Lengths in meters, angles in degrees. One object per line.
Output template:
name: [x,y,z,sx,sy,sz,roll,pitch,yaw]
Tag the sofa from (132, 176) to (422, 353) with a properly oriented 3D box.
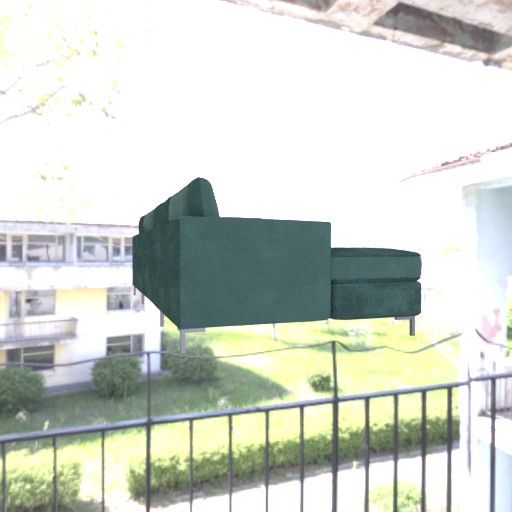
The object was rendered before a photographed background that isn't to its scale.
sofa: [0.000,0.000,4.252,2.055,0.992,3.434,0,1,-20]
